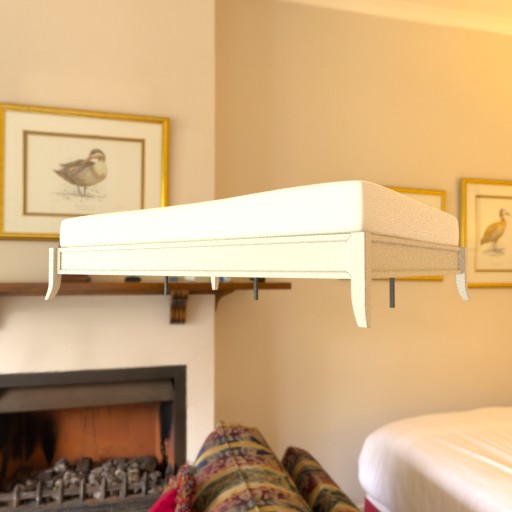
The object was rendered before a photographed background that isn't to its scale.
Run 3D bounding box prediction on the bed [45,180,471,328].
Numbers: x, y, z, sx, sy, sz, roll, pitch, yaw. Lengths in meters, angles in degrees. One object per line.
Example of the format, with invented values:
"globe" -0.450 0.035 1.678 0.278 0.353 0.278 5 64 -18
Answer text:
"bed" 0.000 0.000 2.567 1.985 0.510 1.460 -1 -2 37
